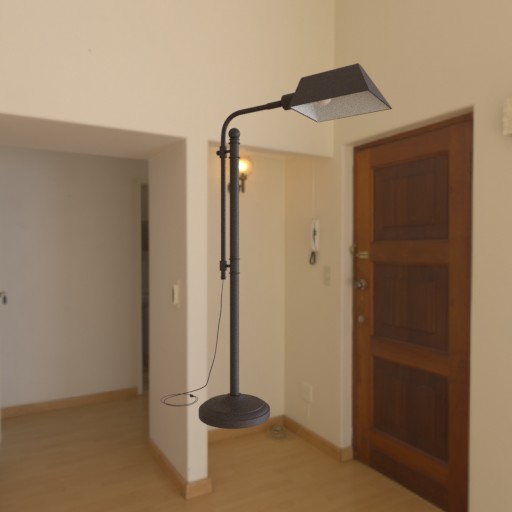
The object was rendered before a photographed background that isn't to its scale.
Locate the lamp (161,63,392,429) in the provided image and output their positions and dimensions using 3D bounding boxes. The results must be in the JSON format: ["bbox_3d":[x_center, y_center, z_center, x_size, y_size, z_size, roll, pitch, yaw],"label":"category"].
[{"bbox_3d":[0.000,0.000,0.949,0.545,0.708,0.159,1,1,35],"label":"lamp"}]
